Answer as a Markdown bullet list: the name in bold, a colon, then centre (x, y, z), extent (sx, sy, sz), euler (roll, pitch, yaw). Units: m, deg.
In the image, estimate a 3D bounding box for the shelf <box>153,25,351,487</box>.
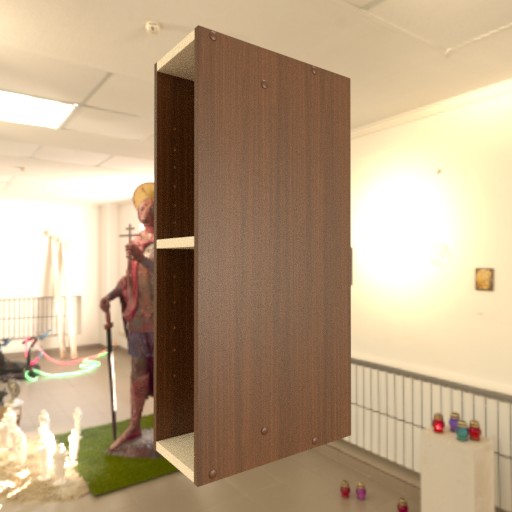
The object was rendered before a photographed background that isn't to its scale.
- **shelf**: centre (0.000, 0.000, 0.718), extent (0.290, 0.600, 0.147), euler (0, -1, -36)
